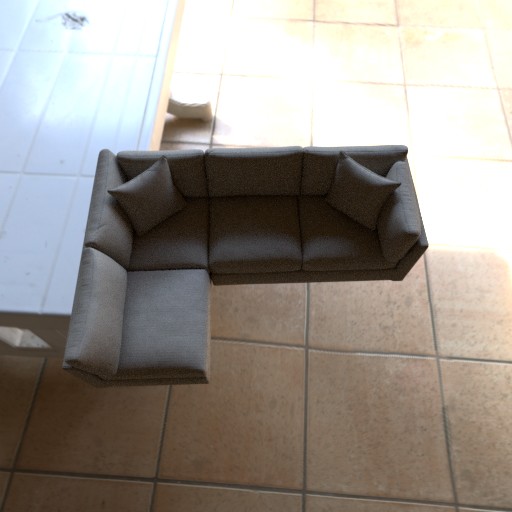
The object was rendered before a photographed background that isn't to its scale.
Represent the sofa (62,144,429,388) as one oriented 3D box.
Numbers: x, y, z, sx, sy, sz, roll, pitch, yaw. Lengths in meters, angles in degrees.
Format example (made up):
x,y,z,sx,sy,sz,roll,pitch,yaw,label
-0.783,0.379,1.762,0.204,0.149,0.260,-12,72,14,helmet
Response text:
x,y,z,sx,sy,sz,roll,pitch,yaw,label
0.000,0.000,3.863,2.896,0.978,1.994,-2,62,-1,sofa
